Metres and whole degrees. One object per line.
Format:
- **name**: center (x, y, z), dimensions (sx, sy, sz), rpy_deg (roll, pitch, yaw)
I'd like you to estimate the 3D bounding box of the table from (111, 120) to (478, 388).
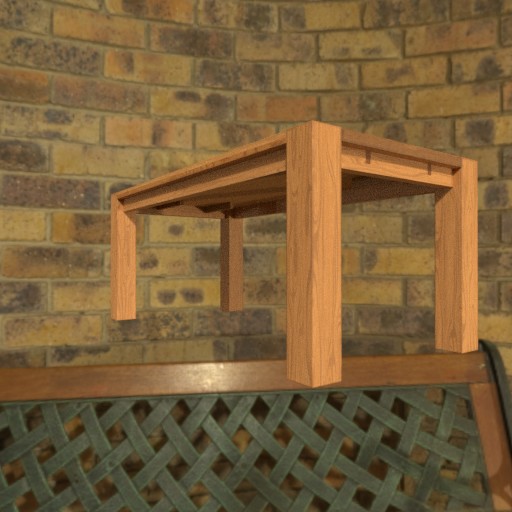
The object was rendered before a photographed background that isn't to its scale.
- **table**: center (0.000, 0.000, 2.246), dimensions (0.900, 0.760, 1.800), rpy_deg (0, 0, -36)
